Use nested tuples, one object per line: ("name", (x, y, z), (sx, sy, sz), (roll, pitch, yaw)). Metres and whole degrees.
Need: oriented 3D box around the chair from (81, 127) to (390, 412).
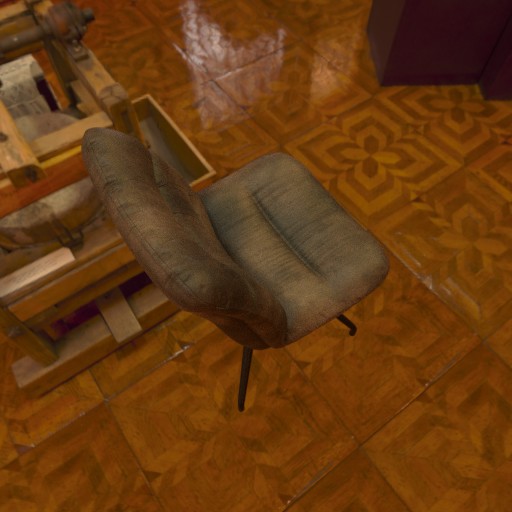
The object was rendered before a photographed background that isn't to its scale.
("chair", (0.000, 0.000, 1.240), (0.622, 0.870, 0.549), (-30, 63, -17))
